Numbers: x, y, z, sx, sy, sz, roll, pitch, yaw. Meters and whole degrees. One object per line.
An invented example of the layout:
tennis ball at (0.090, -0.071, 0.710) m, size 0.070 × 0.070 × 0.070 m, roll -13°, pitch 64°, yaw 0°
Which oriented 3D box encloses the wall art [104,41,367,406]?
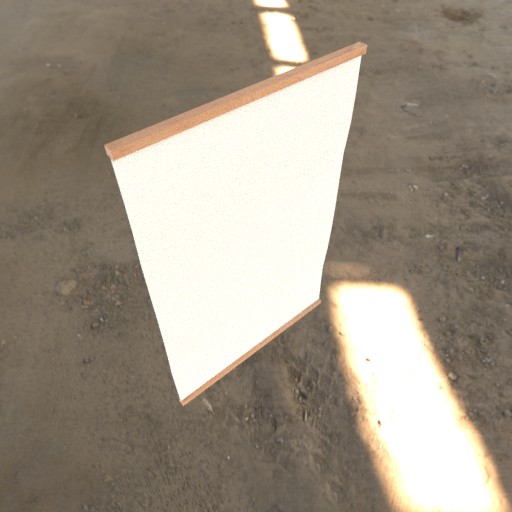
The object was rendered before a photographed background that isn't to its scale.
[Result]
wall art at (0.000, 0.000, 0.638) m, size 0.332 × 0.508 × 0.012 m, roll -32°, pitch 55°, yaw -26°
